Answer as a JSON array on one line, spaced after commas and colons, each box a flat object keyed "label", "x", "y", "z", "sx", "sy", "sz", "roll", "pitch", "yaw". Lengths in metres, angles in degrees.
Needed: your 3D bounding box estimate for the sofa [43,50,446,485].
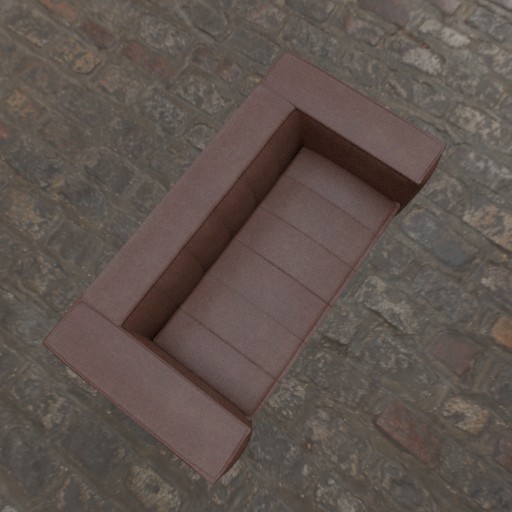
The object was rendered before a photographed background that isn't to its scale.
[{"label": "sofa", "x": 0.000, "y": 0.000, "z": 2.549, "sx": 1.102, "sy": 0.703, "sz": 2.088, "roll": 35, "pitch": 78, "yaw": 9}]
